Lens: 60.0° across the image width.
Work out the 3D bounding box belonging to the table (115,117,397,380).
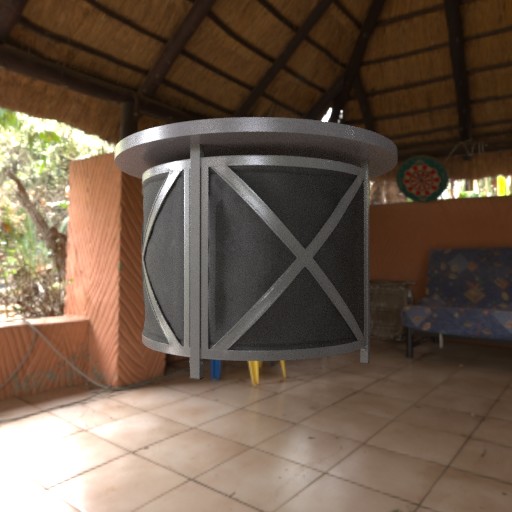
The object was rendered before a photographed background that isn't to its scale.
[{"bbox_3d":[0.000,0.000,1.502,0.914,0.650,0.914,0,0,0],"label":"table"}]
